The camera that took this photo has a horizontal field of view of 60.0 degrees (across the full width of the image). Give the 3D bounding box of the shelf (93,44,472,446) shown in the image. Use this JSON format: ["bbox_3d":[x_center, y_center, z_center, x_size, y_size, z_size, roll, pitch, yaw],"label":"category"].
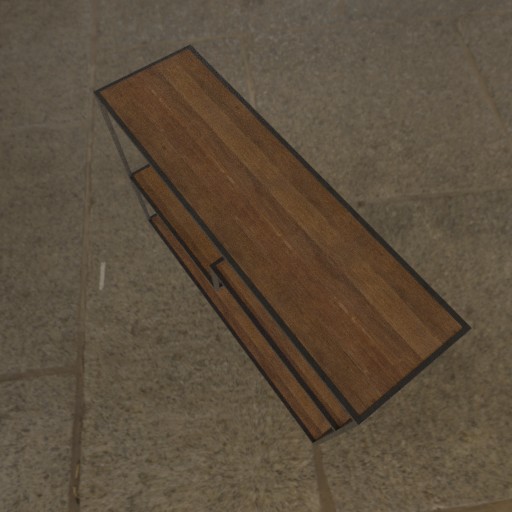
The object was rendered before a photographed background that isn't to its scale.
[{"bbox_3d":[0.000,0.000,1.537,0.361,0.765,1.201,-34,68,-15],"label":"shelf"}]
